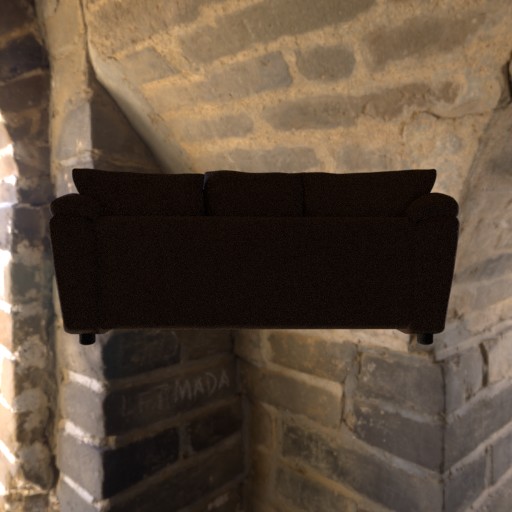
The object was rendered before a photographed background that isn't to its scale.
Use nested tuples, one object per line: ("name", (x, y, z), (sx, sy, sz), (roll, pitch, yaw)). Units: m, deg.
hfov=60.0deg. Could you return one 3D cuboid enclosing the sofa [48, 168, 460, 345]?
("sofa", (0.000, 0.000, 2.816), (2.336, 1.015, 0.878), (0, -1, 0))
